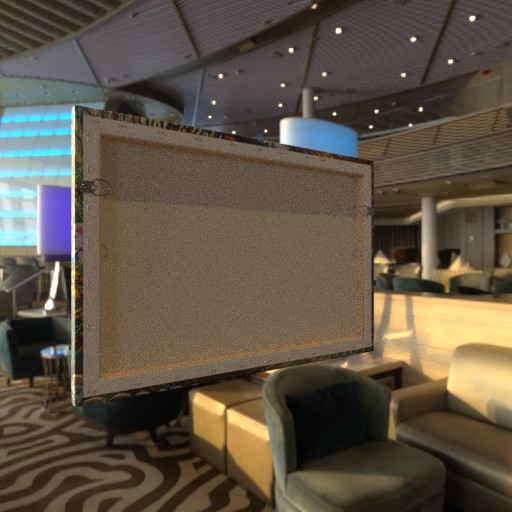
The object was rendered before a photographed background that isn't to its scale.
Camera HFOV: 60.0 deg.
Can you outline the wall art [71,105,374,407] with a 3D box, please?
[{"bbox_3d":[0.000,0.000,1.454,1.136,0.760,0.042,0,0,-35],"label":"wall art"}]
